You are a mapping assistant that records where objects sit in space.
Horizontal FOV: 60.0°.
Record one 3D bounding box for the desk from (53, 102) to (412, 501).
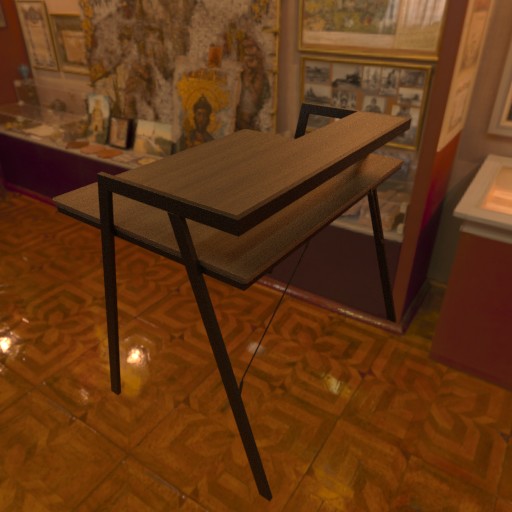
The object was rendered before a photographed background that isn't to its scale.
[{"bbox_3d":[0.000,0.000,1.832,0.936,0.998,1.143,20,36,30],"label":"desk"}]
